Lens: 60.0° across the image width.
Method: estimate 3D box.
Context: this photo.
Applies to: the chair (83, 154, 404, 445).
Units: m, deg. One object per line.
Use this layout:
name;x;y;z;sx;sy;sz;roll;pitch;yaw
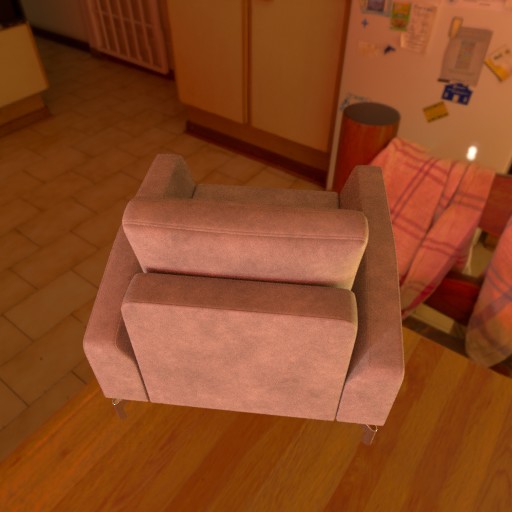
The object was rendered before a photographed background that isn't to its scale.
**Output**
chair;0.000;0.000;1.539;0.900;0.800;0.900;4;44;4
